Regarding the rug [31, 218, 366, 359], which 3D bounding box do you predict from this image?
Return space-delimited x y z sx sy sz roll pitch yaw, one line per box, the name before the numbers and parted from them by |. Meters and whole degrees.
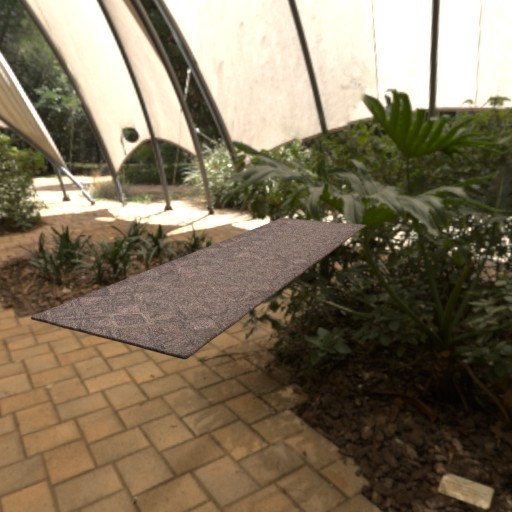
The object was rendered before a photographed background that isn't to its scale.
rug | 0.000 0.000 2.451 0.691 0.011 2.296 7 17 26
